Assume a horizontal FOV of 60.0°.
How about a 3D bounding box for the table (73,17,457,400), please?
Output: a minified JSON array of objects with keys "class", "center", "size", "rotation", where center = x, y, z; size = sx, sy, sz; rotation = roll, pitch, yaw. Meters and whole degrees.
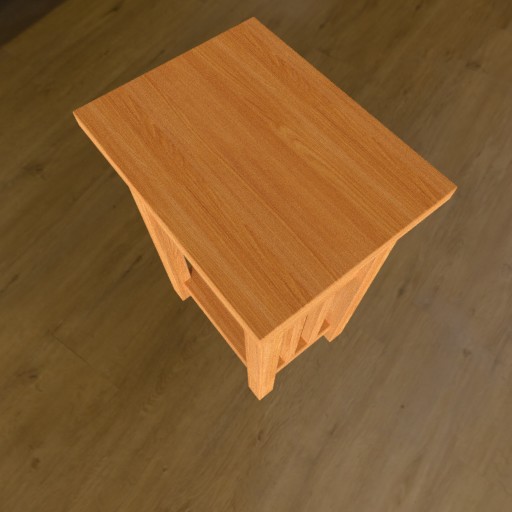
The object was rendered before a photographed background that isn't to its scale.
[{"class":"table","center":[0.000,0.000,0.740],"size":[0.270,0.550,0.350],"rotation":[-36,69,-16]}]
